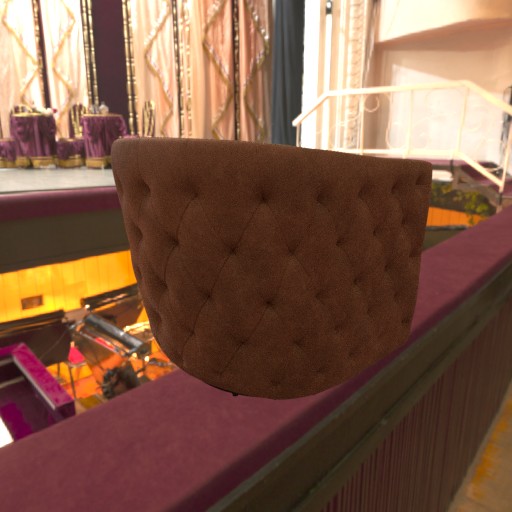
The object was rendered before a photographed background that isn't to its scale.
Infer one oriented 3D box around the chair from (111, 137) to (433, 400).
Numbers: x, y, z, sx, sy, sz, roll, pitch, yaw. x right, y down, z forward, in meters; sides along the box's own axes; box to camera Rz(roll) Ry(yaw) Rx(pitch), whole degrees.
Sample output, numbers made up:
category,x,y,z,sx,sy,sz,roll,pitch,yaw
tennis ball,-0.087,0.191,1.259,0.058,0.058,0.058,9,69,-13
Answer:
category,x,y,z,sx,sy,sz,roll,pitch,yaw
chair,0.000,0.000,1.533,0.850,0.790,0.870,14,20,43
